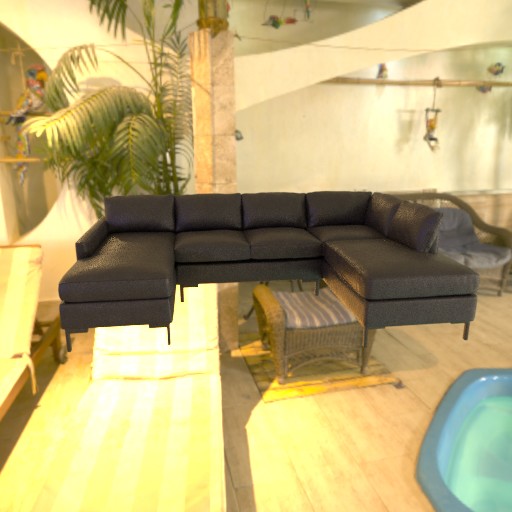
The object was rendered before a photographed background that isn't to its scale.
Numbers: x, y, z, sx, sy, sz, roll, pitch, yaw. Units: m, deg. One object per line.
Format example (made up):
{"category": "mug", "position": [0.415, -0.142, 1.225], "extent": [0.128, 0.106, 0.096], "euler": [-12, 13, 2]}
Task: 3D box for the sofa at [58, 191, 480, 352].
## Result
{"category": "sofa", "position": [0.000, 0.000, 3.853], "extent": [2.956, 0.900, 1.939], "euler": [-2, 16, -8]}
